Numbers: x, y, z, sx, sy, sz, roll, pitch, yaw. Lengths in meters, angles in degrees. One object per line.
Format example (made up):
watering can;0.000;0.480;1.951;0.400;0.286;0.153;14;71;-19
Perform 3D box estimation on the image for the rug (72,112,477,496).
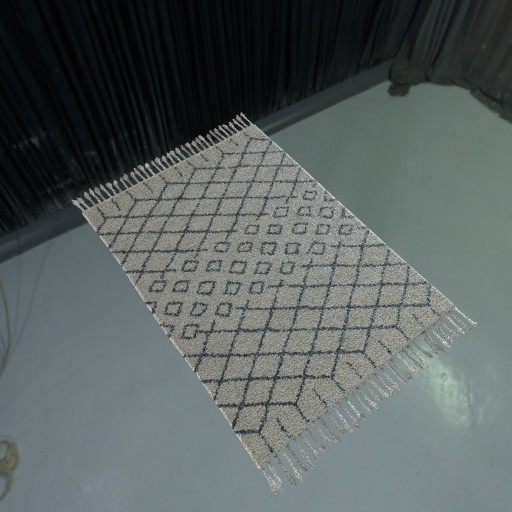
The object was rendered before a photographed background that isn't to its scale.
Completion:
rug;0.000;0.000;3.158;1.664;0.029;2.615;-32;63;-19
